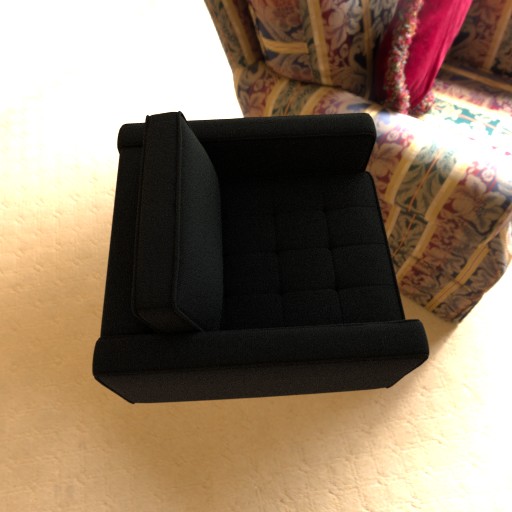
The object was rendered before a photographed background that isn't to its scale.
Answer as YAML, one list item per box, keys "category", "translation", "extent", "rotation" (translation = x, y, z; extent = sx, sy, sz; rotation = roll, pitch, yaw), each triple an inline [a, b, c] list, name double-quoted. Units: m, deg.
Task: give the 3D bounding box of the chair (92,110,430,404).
- category: "chair"
  translation: [0.000, 0.000, 1.541]
  extent: [0.920, 0.770, 0.899]
  rotation: [-3, 62, -2]
